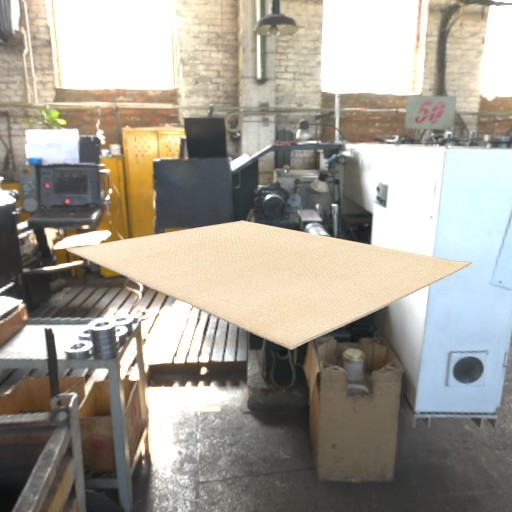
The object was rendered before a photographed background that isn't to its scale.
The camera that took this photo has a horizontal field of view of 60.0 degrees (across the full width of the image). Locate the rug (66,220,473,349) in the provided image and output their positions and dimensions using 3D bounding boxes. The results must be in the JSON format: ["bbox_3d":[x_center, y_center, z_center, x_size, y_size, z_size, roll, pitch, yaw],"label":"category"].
[{"bbox_3d":[0.000,0.000,3.974,2.277,0.035,2.897,-14,20,-42],"label":"rug"}]
